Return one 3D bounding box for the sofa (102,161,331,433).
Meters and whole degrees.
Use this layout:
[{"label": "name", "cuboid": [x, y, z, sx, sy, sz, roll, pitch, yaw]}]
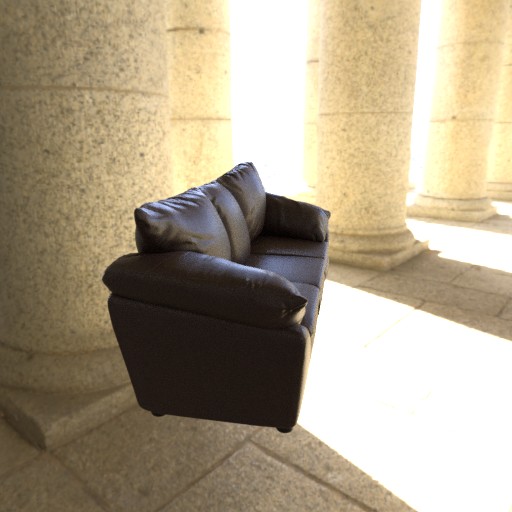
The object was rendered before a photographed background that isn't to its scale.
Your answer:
[{"label": "sofa", "cuboid": [0.000, 0.000, 2.886, 0.907, 1.091, 2.390, 3, 16, 11]}]
